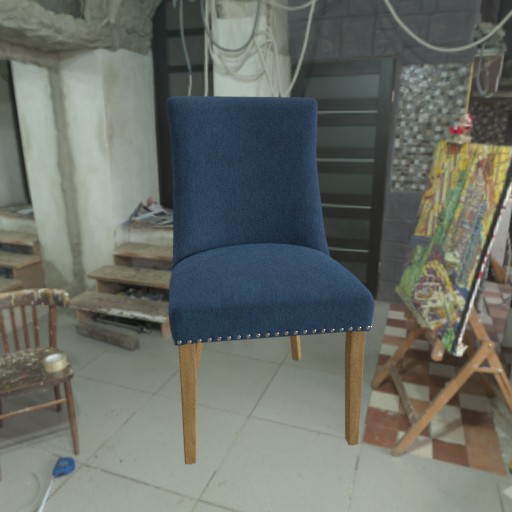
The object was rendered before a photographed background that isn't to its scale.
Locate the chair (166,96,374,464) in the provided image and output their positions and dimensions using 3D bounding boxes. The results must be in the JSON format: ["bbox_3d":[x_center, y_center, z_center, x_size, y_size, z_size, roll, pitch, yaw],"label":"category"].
[{"bbox_3d":[0.000,0.000,1.281,0.495,0.902,0.610,-3,16,-9],"label":"chair"}]
